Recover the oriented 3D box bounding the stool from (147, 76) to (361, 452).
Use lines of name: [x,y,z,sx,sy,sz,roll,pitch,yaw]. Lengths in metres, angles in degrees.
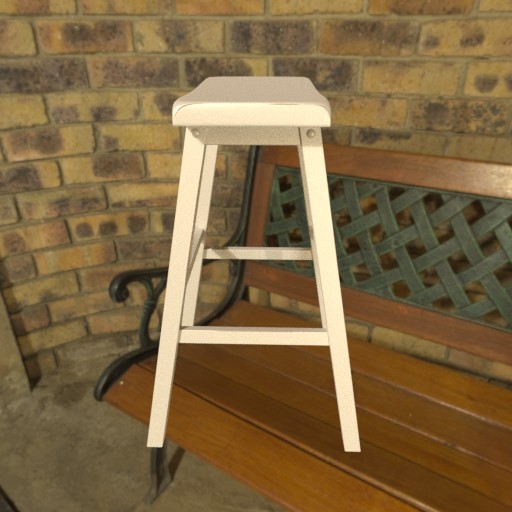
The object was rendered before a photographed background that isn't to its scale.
stool: [0.000,0.000,1.026,0.476,0.737,0.457,1,27,1]
